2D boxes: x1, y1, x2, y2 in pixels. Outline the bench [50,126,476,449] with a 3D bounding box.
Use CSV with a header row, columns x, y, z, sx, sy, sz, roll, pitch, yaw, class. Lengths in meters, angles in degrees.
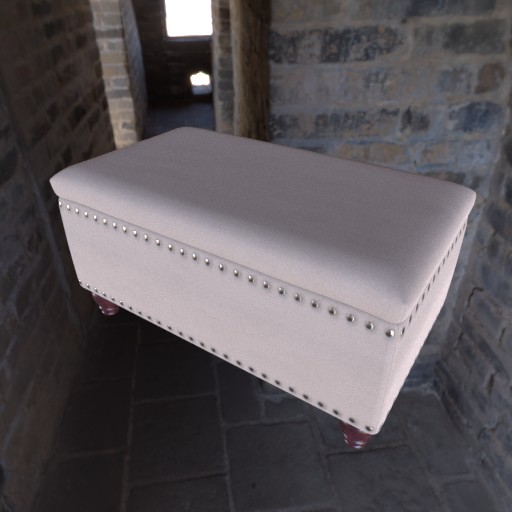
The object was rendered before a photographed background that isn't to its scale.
x,y,z,sx,sy,sz,roll,pitch,yaw,class
0.000,0.000,1.147,0.887,0.449,0.500,20,37,28,bench
